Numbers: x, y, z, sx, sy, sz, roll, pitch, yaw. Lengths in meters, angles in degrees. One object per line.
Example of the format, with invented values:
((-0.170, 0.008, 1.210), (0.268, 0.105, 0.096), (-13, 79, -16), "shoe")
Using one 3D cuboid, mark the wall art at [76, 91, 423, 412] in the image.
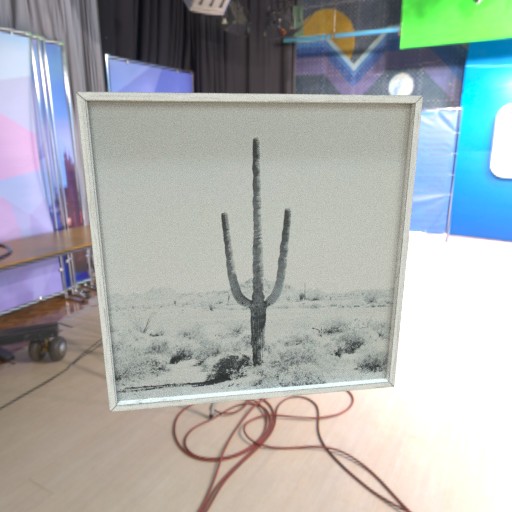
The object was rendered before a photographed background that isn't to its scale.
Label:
((0.000, 0.000, 0.446), (0.305, 0.305, 0.038), (-2, 16, -8), "wall art")
